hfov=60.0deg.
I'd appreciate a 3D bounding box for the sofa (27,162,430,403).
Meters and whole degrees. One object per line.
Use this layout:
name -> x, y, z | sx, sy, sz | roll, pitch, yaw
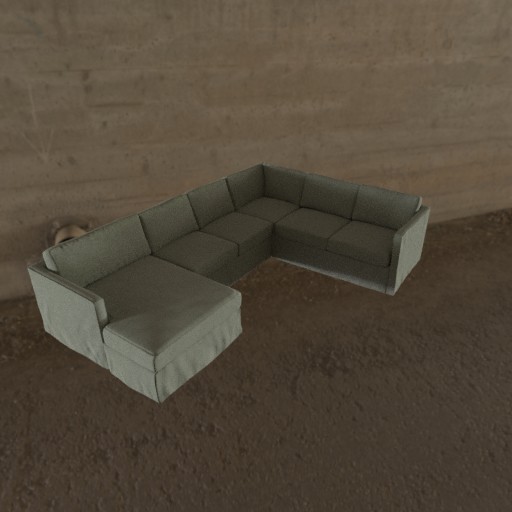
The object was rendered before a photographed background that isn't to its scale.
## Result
sofa -> 0.000, 0.000, 4.506 | 2.440, 0.869, 3.434 | 19, 34, 31
